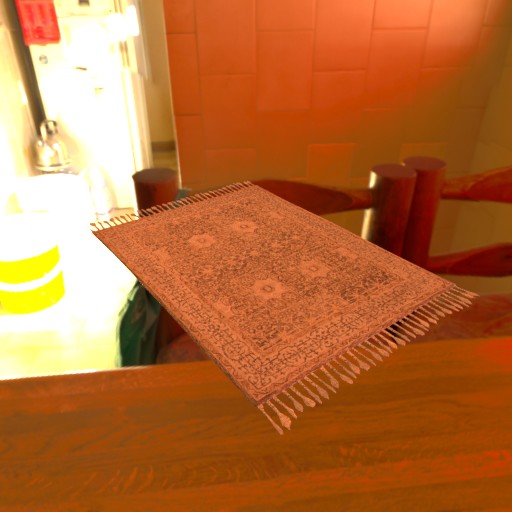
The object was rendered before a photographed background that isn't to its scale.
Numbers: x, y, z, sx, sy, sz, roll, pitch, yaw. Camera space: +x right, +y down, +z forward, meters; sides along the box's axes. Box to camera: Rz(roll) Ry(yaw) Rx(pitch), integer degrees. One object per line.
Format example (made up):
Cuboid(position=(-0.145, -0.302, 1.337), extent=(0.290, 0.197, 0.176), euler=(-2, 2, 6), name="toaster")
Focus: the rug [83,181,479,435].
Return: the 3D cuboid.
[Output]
Cuboid(position=(0.000, 0.000, 3.117), extent=(1.619, 0.023, 2.465), euler=(-21, 37, -31), name="rug")
